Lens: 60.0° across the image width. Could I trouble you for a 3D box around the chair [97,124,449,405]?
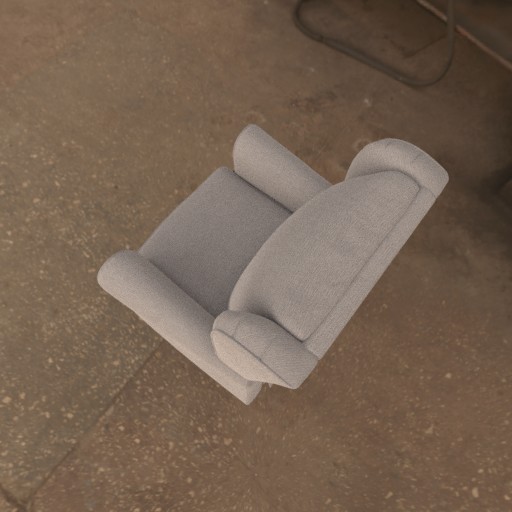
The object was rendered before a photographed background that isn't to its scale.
[{"bbox_3d":[0.000,0.000,1.676,0.854,0.966,0.906,35,69,16],"label":"chair"}]
